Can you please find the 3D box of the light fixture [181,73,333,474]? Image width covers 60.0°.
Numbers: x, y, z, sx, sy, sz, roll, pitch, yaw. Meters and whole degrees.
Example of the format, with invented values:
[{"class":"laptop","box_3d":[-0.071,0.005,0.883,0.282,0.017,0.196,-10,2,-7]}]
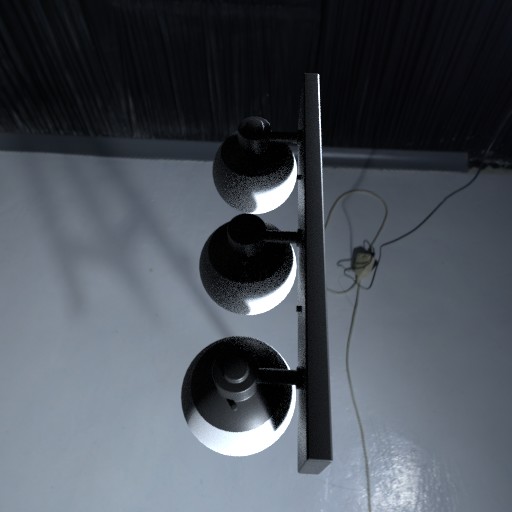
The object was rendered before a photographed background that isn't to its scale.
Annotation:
[{"class":"light fixture","box_3d":[0.000,0.000,0.822,0.218,0.263,0.721,3,58,2]}]
